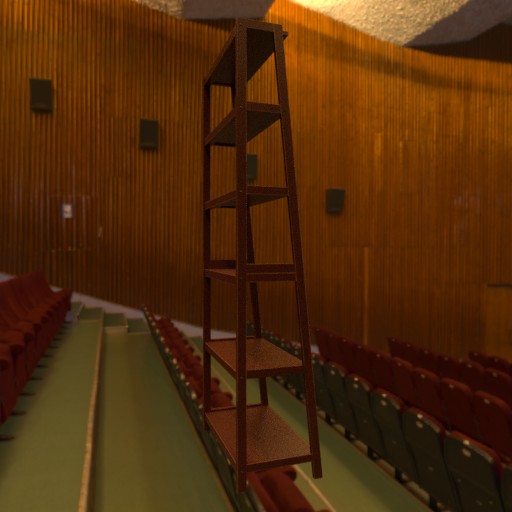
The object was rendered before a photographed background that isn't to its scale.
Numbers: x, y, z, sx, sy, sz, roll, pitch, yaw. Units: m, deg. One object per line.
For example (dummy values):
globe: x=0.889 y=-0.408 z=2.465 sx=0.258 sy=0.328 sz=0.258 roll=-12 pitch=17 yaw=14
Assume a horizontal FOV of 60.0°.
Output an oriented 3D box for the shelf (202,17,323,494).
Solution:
shelf: x=0.000 y=0.000 z=2.130 sx=0.381 sy=1.892 sz=0.660 roll=0 pitch=1 yaw=-19
